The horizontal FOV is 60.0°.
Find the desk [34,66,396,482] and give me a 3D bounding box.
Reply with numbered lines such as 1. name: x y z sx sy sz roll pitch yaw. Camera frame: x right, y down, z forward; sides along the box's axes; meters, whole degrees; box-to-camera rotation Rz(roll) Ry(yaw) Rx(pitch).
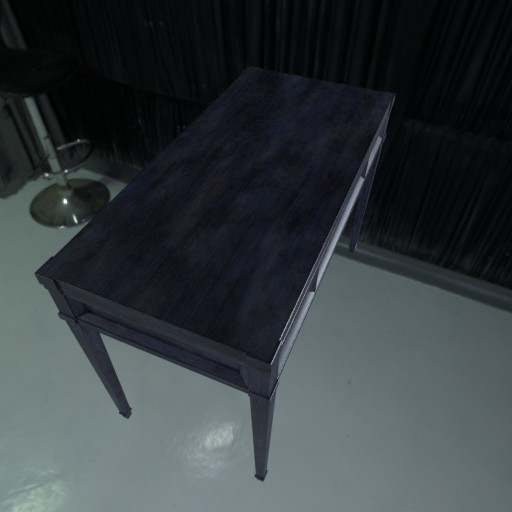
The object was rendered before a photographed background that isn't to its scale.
1. desk: 0.000 0.000 1.720 0.630 0.861 1.289 18 49 16
